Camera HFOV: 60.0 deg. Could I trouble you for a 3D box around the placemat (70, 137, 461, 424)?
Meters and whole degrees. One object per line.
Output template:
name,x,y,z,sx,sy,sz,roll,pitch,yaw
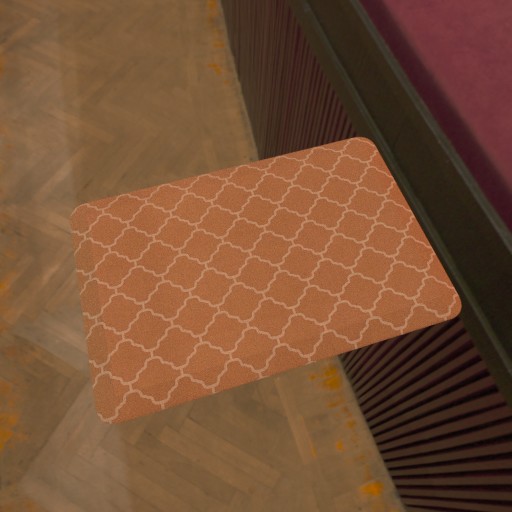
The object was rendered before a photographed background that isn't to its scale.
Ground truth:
placemat,0.000,0.000,0.970,0.762,0.021,0.508,-15,64,-8
